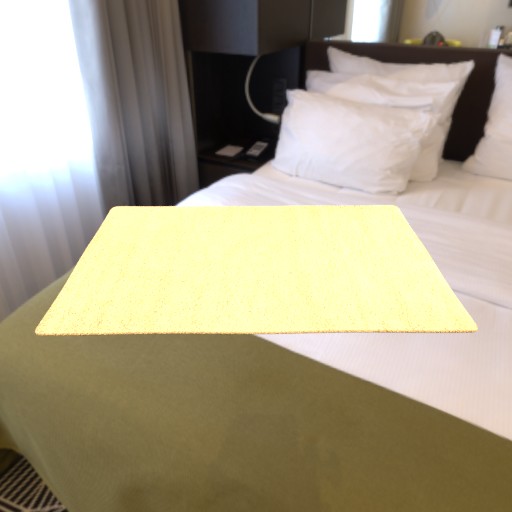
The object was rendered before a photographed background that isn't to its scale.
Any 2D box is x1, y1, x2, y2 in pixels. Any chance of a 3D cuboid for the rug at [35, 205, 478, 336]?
[{"bbox_3d":[0.000,0.000,3.446,2.698,0.025,1.798,0,31,-1],"label":"rug"}]
